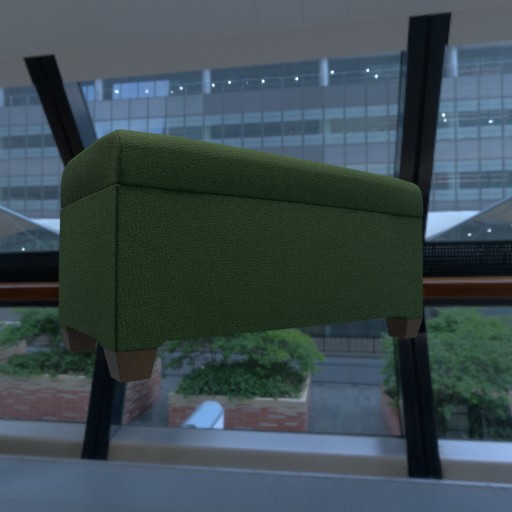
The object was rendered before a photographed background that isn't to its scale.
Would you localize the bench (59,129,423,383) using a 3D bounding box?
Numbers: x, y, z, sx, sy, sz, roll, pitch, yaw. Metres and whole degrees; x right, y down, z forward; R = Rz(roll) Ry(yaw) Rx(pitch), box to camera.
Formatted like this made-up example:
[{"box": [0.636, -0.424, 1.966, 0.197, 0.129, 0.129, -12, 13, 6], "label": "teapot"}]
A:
[{"box": [0.000, 0.000, 1.281, 0.989, 0.501, 0.505, 1, -2, -36], "label": "bench"}]
